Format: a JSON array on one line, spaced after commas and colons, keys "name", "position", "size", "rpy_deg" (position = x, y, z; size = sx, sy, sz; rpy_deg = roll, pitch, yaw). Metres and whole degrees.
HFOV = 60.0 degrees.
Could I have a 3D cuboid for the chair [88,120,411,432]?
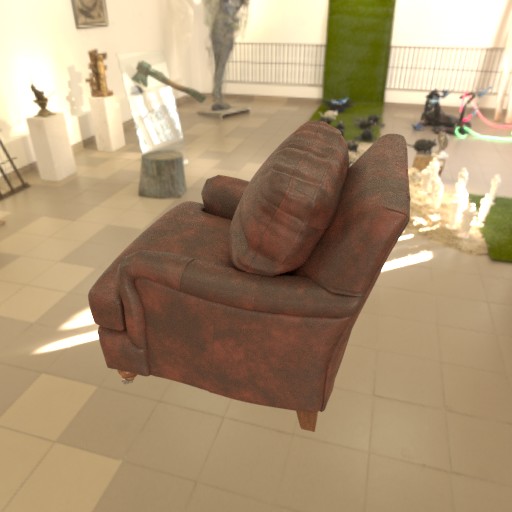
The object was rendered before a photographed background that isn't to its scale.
[{"name": "chair", "position": [0.000, 0.000, 1.972], "size": [1.156, 1.051, 0.987], "rpy_deg": [8, 31, 14]}]
